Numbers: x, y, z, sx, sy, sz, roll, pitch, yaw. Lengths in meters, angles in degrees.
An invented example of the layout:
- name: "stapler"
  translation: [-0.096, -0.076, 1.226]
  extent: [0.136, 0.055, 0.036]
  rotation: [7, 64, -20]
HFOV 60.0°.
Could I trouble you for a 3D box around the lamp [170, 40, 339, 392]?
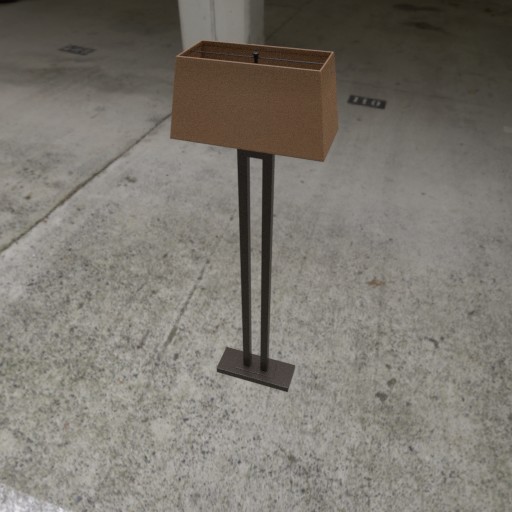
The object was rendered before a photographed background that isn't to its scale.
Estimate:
- name: "lamp"
  translation: [0.000, 0.000, 1.697]
  extent: [0.475, 1.469, 0.233]
  rotation: [12, 42, 14]
